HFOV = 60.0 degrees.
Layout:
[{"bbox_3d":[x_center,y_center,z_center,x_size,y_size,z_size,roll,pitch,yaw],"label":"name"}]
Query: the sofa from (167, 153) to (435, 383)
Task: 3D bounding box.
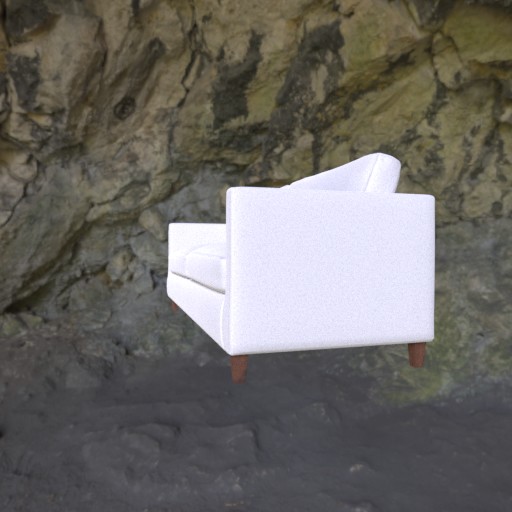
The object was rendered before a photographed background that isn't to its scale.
[{"bbox_3d":[0.000,0.000,2.903,0.951,0.962,2.361,0,1,-17],"label":"sofa"}]
